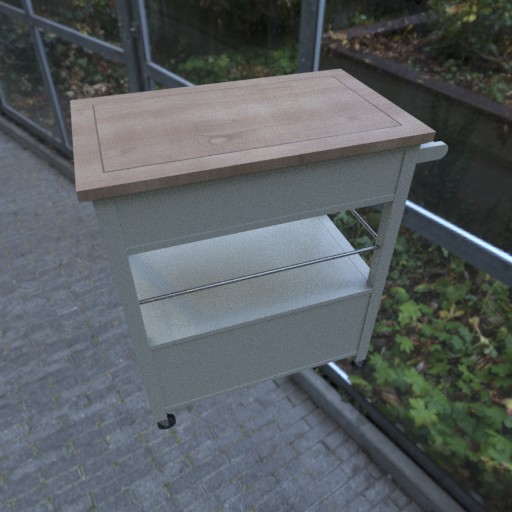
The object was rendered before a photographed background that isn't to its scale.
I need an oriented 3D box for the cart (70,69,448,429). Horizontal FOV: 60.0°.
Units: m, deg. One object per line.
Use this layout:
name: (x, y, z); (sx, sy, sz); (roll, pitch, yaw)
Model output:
cart: (0.000, 0.000, 1.353); (0.840, 0.901, 0.459); (-13, 42, -14)
